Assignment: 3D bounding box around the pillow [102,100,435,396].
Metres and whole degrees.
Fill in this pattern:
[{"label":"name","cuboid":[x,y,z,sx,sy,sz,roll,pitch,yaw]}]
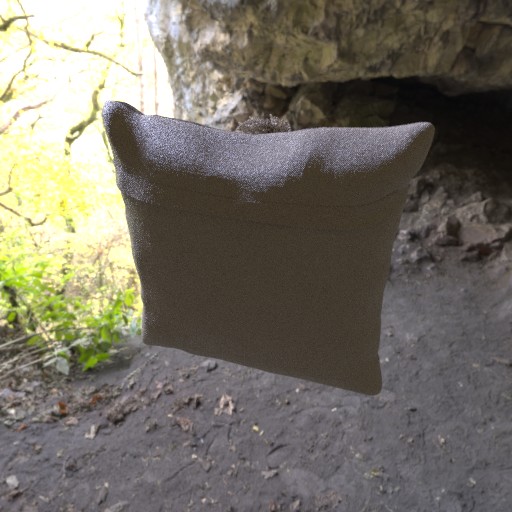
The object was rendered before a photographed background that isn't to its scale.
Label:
[{"label":"pillow","cuboid":[0.000,0.000,0.750,0.484,0.490,0.234,9,33,15]}]
